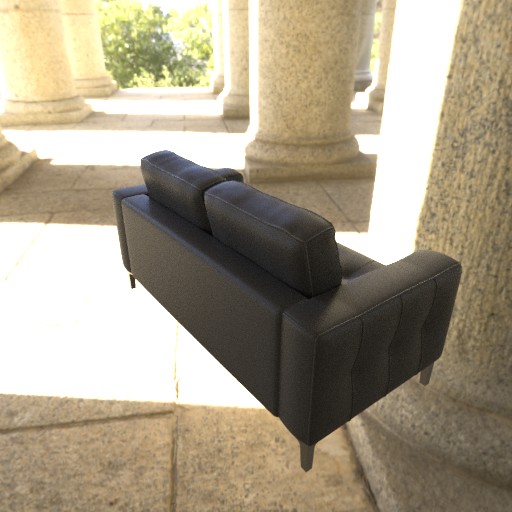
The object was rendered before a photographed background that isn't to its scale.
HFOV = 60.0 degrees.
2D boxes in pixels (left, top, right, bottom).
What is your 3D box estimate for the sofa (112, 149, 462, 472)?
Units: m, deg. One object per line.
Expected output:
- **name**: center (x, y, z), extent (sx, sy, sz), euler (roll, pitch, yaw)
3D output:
- **sofa**: center (0.000, 0.000, 2.229), extent (0.833, 0.892, 1.726), euler (-19, 33, -32)
